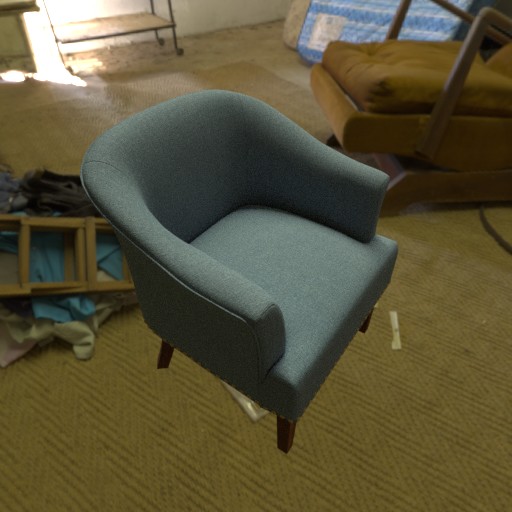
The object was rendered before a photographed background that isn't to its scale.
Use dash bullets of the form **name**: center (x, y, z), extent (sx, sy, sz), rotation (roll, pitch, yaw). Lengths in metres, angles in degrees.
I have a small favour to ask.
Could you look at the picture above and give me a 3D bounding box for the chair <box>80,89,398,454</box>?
- **chair**: center (0.000, 0.000, 1.383), extent (0.704, 0.815, 0.772), rotation (23, 45, 26)
